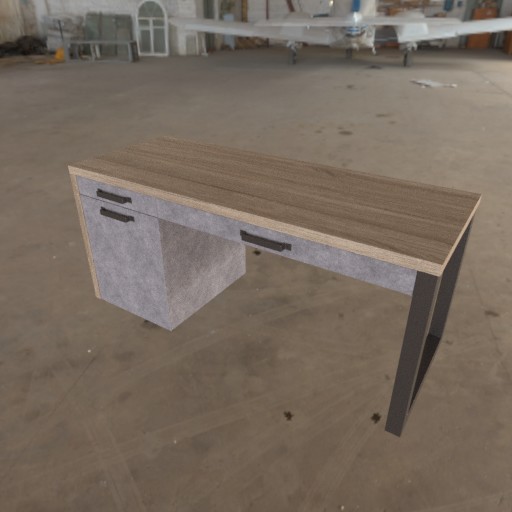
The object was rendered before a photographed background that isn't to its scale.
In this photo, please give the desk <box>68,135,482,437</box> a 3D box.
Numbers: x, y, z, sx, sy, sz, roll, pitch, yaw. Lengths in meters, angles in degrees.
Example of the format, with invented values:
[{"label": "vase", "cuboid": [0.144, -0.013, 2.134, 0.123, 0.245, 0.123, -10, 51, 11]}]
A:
[{"label": "desk", "cuboid": [0.000, 0.000, 2.104, 1.700, 0.760, 0.690, 18, 34, 28]}]
